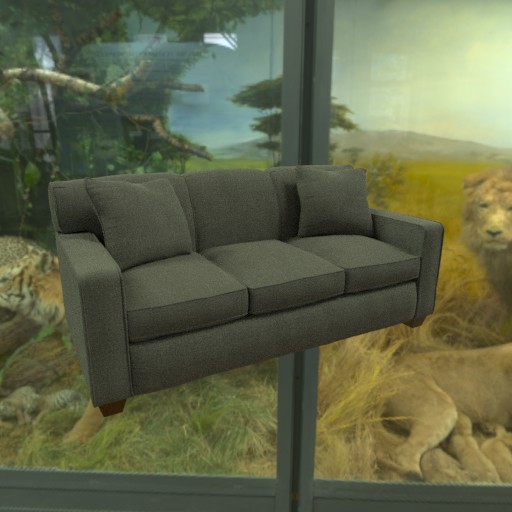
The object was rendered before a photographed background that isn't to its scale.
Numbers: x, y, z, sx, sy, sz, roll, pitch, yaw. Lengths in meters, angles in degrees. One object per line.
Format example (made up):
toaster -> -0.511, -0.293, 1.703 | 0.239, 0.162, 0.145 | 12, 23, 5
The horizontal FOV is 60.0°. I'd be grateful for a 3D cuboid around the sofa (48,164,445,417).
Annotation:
sofa -> 0.000, 0.000, 2.539 | 2.024, 0.958, 0.997 | -9, 18, -27
